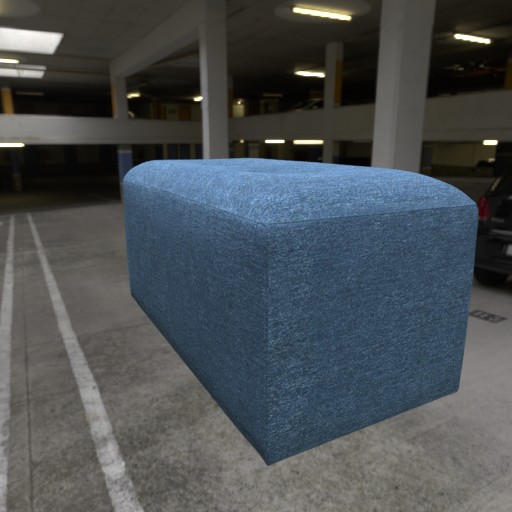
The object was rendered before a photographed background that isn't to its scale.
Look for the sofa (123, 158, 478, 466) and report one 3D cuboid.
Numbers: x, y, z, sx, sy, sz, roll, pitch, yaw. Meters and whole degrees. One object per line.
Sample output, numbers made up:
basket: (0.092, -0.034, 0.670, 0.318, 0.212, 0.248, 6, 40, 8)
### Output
sofa: (0.000, 0.000, 1.150, 0.480, 0.470, 0.930, -8, 17, -27)
